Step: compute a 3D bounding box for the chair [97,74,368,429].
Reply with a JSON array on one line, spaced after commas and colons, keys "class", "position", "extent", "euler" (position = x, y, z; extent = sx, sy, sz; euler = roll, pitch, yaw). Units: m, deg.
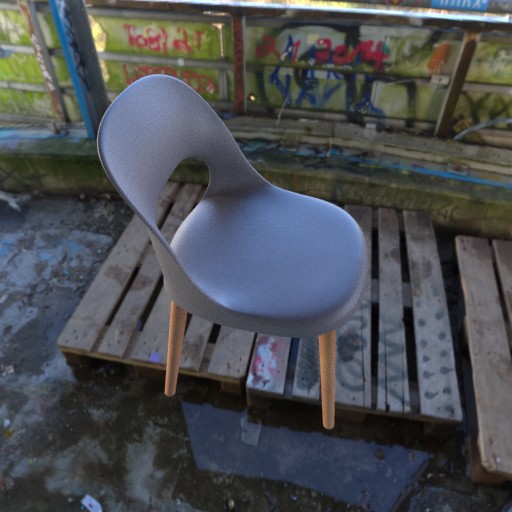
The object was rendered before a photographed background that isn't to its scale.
[{"class": "chair", "position": [0.000, 0.000, 1.122], "extent": [0.556, 0.795, 0.470], "euler": [9, 45, 9]}]
